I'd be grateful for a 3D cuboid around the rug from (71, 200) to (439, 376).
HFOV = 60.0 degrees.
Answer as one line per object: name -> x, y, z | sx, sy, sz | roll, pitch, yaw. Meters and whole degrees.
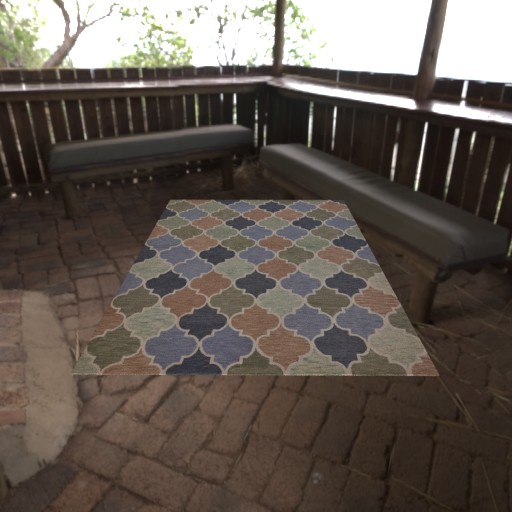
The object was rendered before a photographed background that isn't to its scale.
rug -> 0.000, 0.000, 2.861 | 1.521, 0.006, 2.284 | 0, 25, 0
